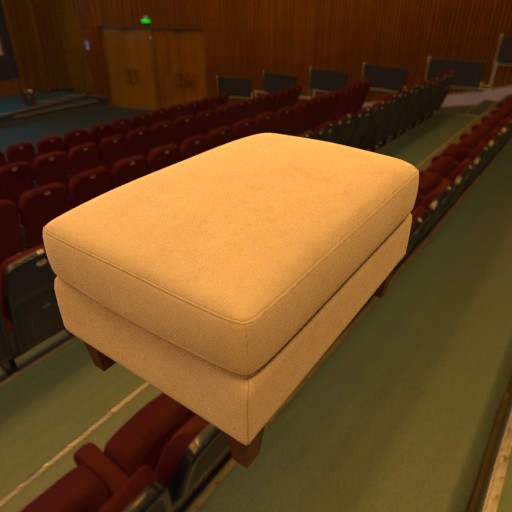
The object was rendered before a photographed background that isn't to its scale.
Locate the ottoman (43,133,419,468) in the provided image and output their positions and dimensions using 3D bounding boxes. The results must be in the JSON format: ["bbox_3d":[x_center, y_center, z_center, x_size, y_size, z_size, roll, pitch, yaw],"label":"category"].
[{"bbox_3d":[0.000,0.000,1.197,0.584,0.483,0.864,21,37,30],"label":"ottoman"}]
